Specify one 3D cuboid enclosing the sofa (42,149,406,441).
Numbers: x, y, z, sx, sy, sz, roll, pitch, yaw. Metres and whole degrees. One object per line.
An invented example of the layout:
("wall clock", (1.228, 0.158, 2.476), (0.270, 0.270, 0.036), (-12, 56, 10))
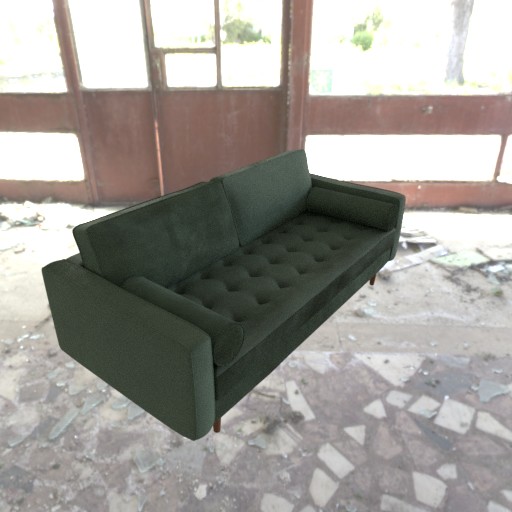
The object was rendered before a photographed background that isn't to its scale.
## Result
("sofa", (0.000, 0.000, 2.367), (0.916, 0.772, 1.880), (20, 33, 33))
